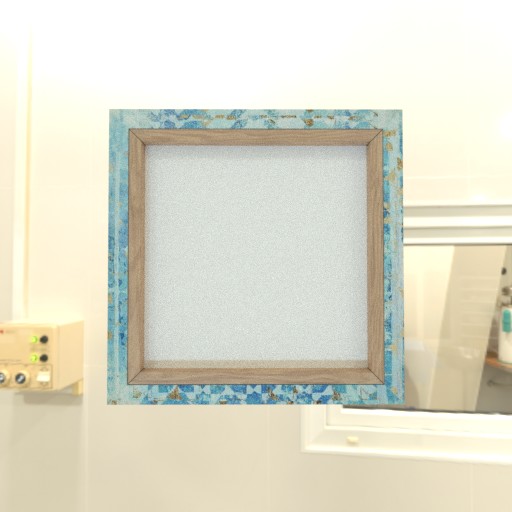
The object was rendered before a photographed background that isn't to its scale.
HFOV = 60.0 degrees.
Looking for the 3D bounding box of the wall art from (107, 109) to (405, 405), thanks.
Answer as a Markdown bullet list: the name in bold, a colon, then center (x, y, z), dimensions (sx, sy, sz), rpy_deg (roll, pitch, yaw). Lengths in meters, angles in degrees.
- **wall art**: center (0.000, 0.000, 0.931), dimensions (0.609, 0.609, 0.040), rpy_deg (0, -1, 0)
